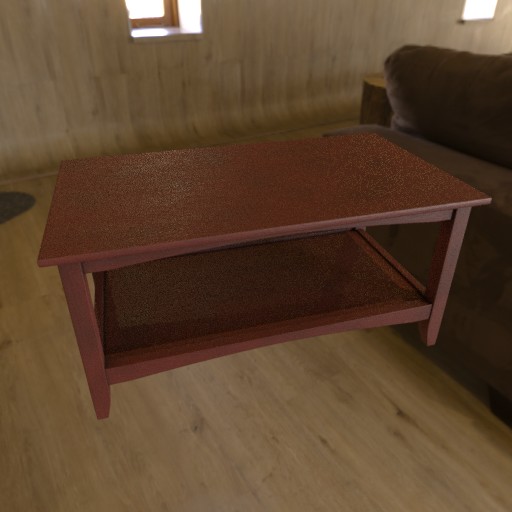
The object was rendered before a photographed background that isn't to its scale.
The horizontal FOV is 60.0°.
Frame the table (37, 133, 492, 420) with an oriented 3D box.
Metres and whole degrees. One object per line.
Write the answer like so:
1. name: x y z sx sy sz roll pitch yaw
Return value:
1. table: 0.000 0.000 1.212 0.943 0.456 0.533 -9 33 -14
